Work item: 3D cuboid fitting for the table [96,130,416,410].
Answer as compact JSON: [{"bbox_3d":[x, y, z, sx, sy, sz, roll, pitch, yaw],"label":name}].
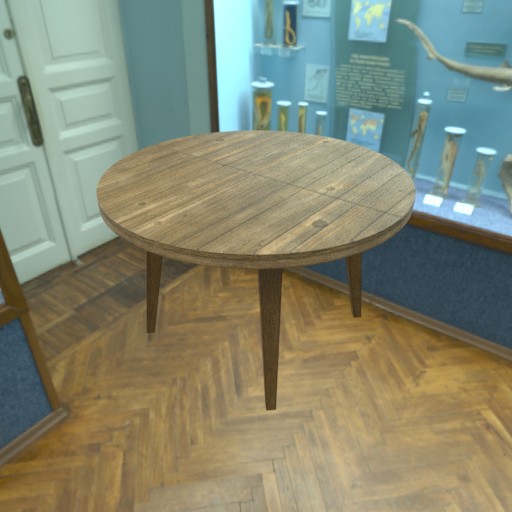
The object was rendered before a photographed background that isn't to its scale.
[{"bbox_3d":[0.000,0.000,1.962,1.213,0.764,1.213,0,32,0],"label":"table"}]
